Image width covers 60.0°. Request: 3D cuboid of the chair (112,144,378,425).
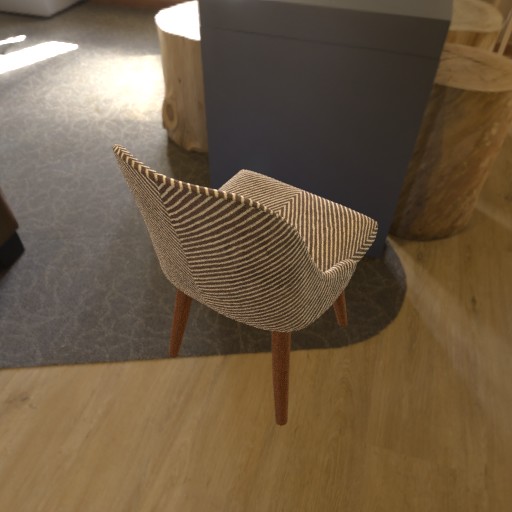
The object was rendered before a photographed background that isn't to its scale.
[{"bbox_3d":[0.000,0.000,1.205,0.504,0.883,0.591,25,52,22],"label":"chair"}]
